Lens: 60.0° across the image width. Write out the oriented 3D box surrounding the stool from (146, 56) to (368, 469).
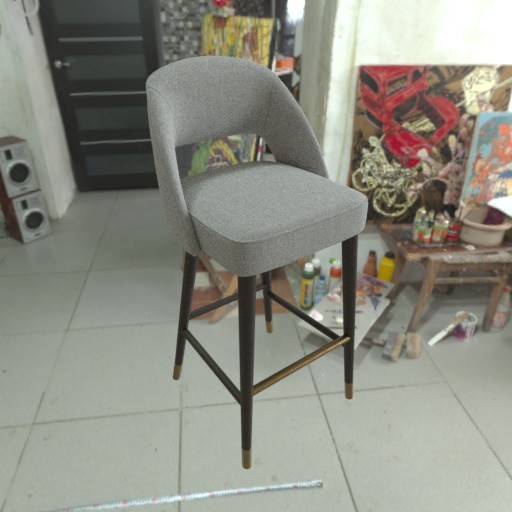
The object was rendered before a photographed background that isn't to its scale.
[{"bbox_3d":[0.000,0.000,1.304,0.494,1.037,0.509,-21,36,-31],"label":"stool"}]
